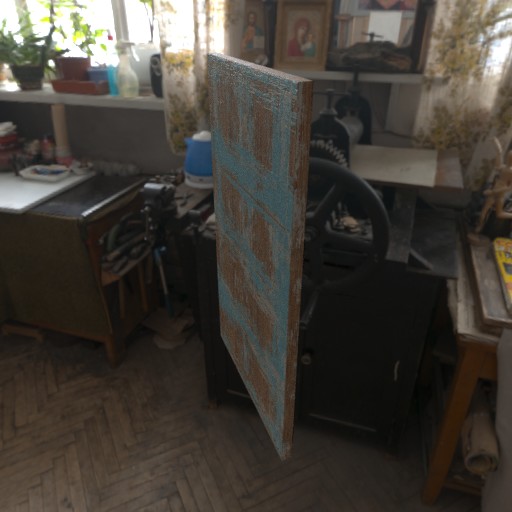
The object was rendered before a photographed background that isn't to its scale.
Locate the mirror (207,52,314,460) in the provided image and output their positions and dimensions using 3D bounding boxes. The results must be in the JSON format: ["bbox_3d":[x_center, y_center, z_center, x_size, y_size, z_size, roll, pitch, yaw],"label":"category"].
[{"bbox_3d":[0.000,0.000,1.513,0.083,1.213,0.707,-11,31,-18],"label":"mirror"}]
